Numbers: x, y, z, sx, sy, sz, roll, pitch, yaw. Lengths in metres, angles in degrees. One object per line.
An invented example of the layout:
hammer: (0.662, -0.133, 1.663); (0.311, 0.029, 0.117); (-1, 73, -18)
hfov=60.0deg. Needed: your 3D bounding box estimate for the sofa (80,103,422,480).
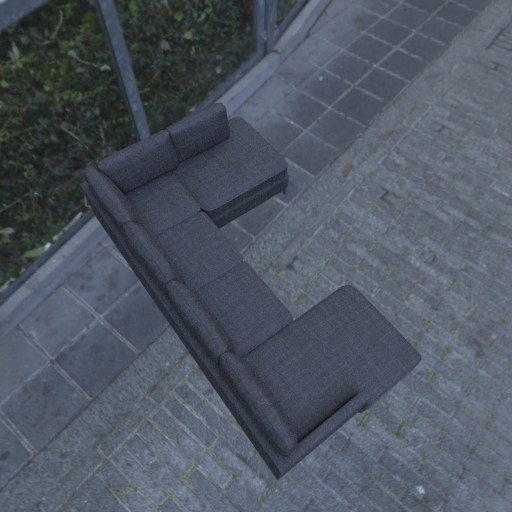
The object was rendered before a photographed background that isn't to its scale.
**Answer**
sofa: (0.000, 0.000, 4.367); (2.048, 0.999, 3.423); (-33, 64, -18)
